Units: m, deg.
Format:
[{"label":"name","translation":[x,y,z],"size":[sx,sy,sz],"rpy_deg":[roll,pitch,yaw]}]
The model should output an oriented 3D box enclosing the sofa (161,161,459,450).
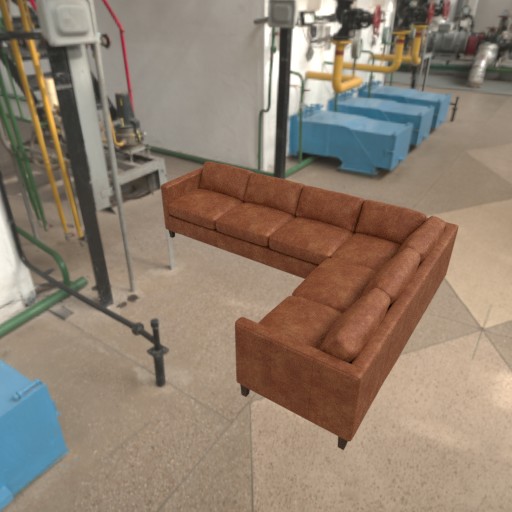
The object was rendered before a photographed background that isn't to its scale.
[{"label":"sofa","translation":[0.000,0.000,4.350],"size":[3.167,0.838,2.438],"rpy_deg":[19,36,29]}]
